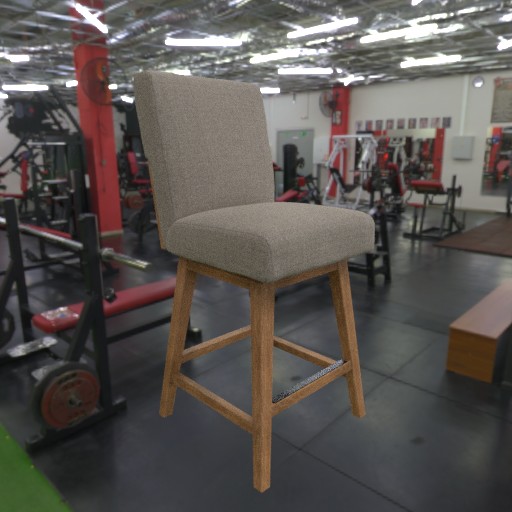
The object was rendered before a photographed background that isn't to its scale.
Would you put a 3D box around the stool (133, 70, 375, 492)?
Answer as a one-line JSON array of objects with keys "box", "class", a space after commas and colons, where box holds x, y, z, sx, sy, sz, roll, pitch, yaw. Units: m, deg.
[{"box": [0.000, 0.000, 1.277, 0.459, 1.010, 0.526, -13, 19, -43], "class": "stool"}]
